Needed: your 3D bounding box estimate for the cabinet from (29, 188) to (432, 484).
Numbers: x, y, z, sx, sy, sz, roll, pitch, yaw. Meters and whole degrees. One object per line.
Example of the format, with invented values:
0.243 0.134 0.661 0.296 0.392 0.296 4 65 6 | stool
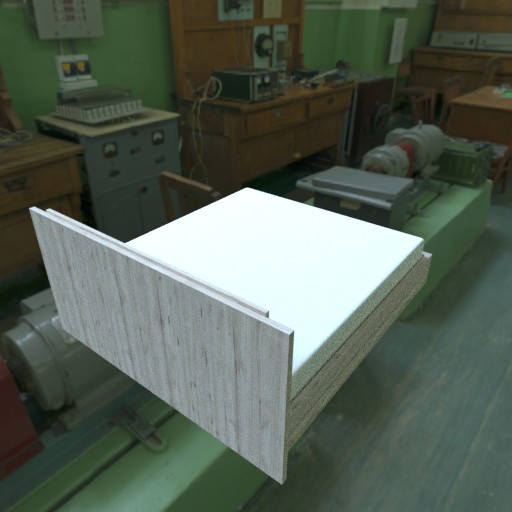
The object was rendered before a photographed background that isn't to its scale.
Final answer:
0.000 0.000 3.175 1.950 0.970 2.080 21 36 32 | cabinet
